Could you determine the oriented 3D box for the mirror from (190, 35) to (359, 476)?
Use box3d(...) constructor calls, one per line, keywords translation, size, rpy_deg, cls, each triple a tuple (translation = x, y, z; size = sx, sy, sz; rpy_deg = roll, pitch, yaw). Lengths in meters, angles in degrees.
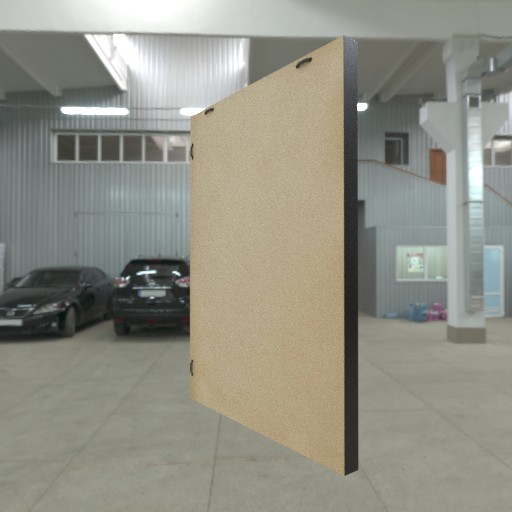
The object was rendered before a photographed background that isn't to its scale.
box3d(translation=(0.000, 0.000, 0.924), size=(0.040, 0.710, 0.507), rpy_deg=(0, -1, -37), cls="mirror")
